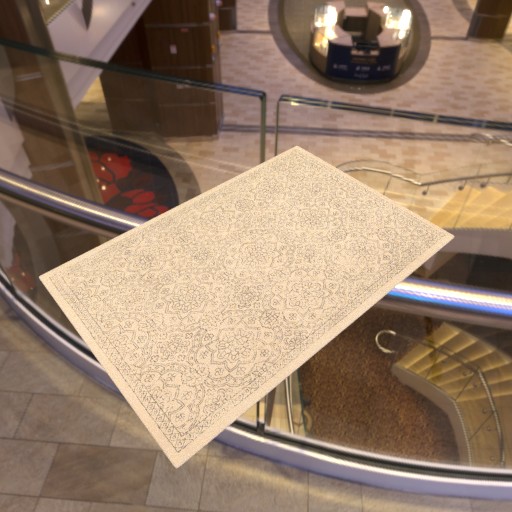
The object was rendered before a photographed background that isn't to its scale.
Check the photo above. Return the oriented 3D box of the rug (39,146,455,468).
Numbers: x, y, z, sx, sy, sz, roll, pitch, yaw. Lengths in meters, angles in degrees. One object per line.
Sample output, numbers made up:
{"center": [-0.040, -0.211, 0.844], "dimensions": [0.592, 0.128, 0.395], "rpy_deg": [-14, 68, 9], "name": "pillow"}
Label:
{"center": [0.000, 0.000, 2.320], "dimensions": [1.829, 0.010, 1.219], "rpy_deg": [-32, 54, -27], "name": "rug"}
